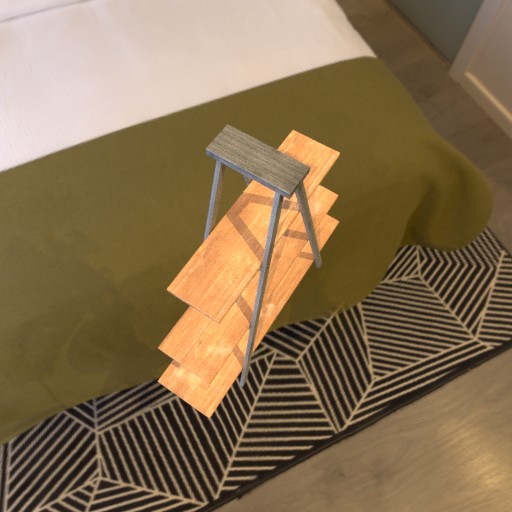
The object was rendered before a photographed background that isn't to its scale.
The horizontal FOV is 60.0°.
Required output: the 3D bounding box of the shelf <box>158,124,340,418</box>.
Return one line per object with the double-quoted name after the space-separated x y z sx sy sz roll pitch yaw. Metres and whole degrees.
0.000 0.000 2.634 0.508 1.808 1.746 31 68 14 "shelf"
